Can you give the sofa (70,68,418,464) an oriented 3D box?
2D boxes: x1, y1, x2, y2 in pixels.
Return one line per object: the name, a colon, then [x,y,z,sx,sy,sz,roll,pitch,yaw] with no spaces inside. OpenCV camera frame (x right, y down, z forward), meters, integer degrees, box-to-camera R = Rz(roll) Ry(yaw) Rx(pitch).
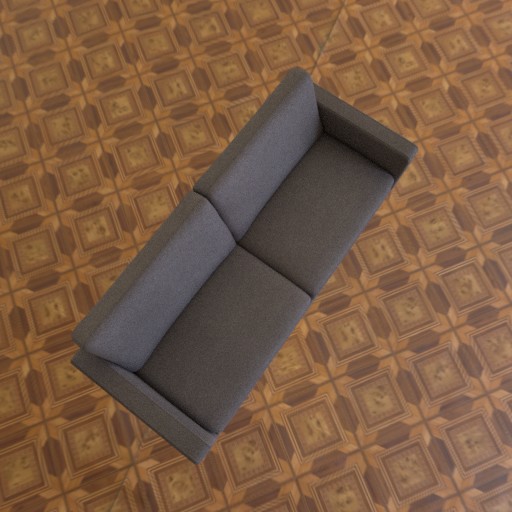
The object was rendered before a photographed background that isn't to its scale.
sofa: [0.000,0.000,2.353,0.774,0.828,1.925,35,77,9]
